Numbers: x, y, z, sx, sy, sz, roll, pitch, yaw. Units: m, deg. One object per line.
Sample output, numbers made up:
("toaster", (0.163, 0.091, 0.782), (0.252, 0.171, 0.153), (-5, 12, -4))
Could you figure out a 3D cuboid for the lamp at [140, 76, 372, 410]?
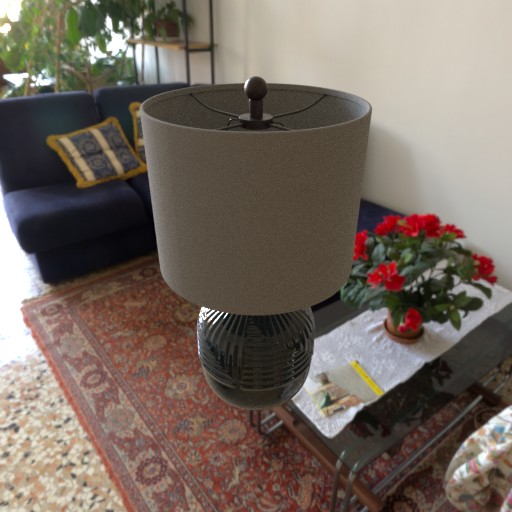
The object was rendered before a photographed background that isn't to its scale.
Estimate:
("lamp", (0.000, 0.000, 0.747), (0.318, 0.567, 0.318), (0, 31, 0))
